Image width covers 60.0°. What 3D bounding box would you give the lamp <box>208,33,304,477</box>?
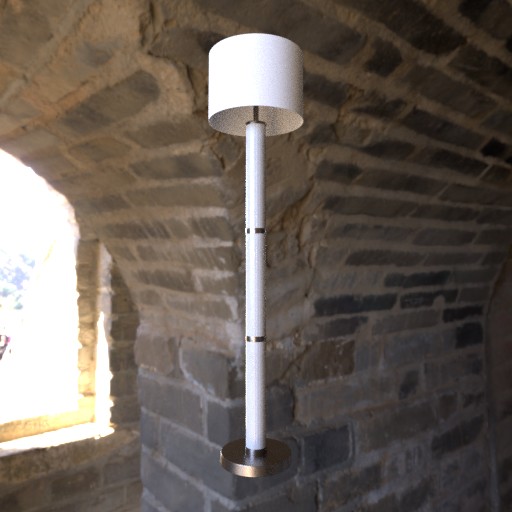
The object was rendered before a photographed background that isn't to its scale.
[{"bbox_3d":[0.000,0.000,1.755,0.377,1.599,0.377,0,-2,0],"label":"lamp"}]
